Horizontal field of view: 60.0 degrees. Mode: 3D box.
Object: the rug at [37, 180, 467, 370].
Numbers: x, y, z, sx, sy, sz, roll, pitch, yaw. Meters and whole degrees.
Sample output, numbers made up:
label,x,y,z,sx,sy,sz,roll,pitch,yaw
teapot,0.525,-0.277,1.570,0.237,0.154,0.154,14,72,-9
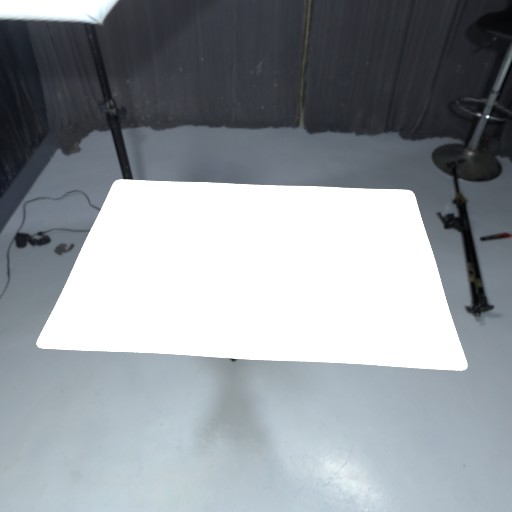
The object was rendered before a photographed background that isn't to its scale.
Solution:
label,x,y,z,sx,sy,sz,roll,pitch,yaw
rug,0.000,0.000,3.383,2.698,0.025,1.798,2,45,2
